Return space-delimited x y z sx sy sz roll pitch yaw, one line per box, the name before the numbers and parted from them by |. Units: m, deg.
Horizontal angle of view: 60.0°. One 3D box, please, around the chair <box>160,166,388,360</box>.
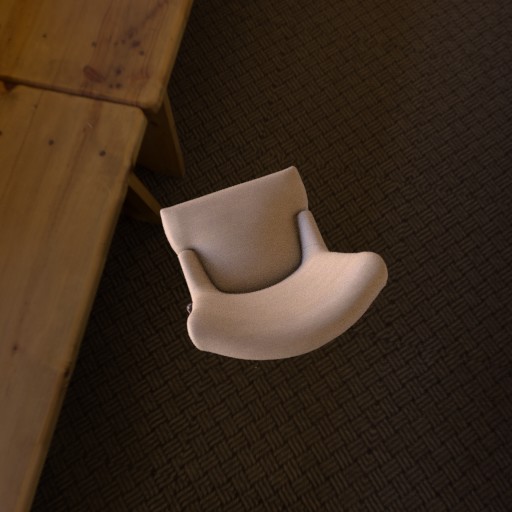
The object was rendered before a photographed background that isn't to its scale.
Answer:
chair | 0.000 0.000 1.482 0.645 1.010 0.696 -19 77 -5
